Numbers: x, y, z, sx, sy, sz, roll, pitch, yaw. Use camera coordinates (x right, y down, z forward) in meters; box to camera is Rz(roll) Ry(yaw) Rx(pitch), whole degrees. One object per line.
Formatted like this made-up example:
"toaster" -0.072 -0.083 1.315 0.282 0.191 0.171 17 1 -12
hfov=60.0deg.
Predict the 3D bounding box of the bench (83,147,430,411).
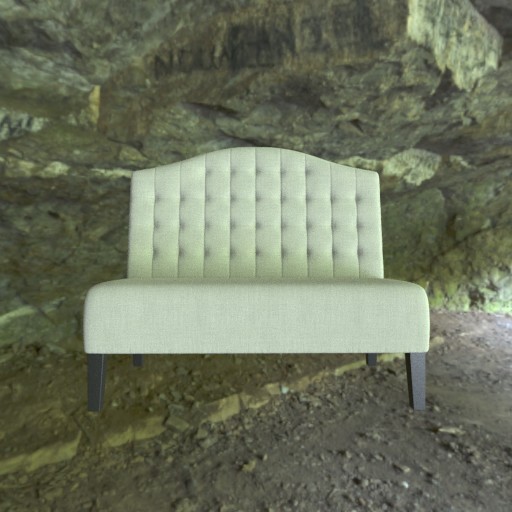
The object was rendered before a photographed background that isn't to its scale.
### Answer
"bench" 0.000 0.000 2.079 1.335 1.180 0.815 0 1 -1
